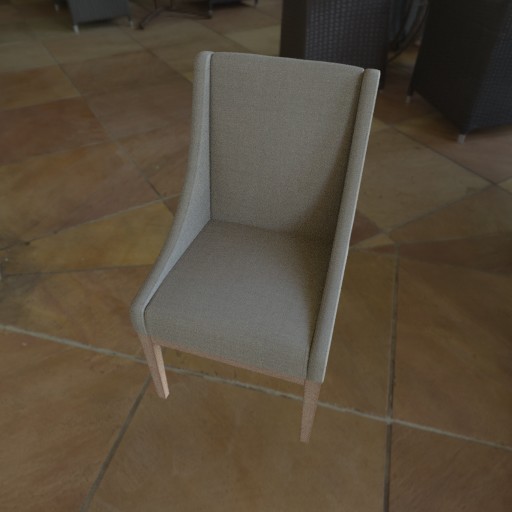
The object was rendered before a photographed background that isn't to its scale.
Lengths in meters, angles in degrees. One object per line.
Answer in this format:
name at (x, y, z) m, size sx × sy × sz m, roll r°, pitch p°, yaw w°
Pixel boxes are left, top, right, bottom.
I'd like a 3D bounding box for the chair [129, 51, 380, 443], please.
chair at (0.000, 0.000, 1.390) m, size 0.575 × 1.021 × 0.611 m, roll 12°, pitch 43°, yaw 13°
